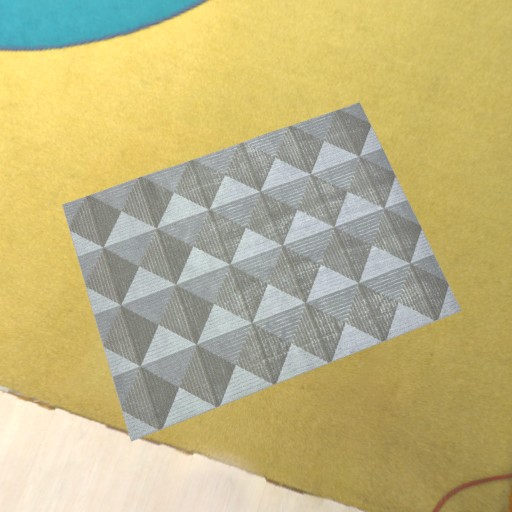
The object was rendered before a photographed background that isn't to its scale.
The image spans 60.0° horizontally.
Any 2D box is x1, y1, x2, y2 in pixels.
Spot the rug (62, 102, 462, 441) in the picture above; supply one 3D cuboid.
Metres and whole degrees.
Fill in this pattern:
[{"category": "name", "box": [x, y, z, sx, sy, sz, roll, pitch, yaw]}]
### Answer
[{"category": "rug", "box": [0.000, 0.000, 4.406, 3.333, 0.027, 2.428, -20, 77, -5]}]
